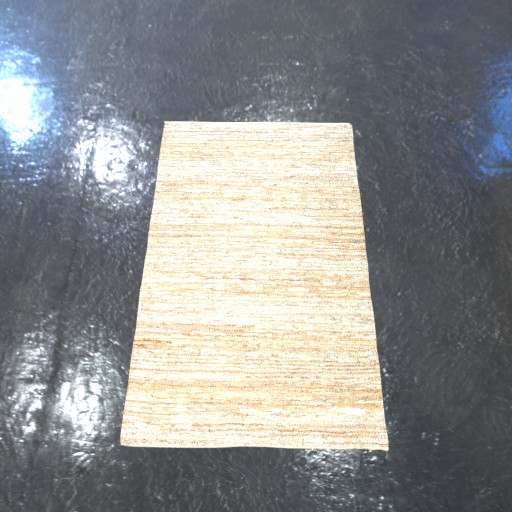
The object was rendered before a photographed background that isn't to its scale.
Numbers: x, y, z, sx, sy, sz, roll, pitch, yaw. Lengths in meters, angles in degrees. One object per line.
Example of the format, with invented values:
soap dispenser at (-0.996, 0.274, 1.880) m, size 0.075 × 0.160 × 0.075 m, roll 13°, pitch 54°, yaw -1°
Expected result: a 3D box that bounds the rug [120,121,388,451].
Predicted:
rug at (0.000, 0.000, 3.052) m, size 1.529 × 0.009 × 2.446 m, roll 1°, pitch 63°, yaw 0°
